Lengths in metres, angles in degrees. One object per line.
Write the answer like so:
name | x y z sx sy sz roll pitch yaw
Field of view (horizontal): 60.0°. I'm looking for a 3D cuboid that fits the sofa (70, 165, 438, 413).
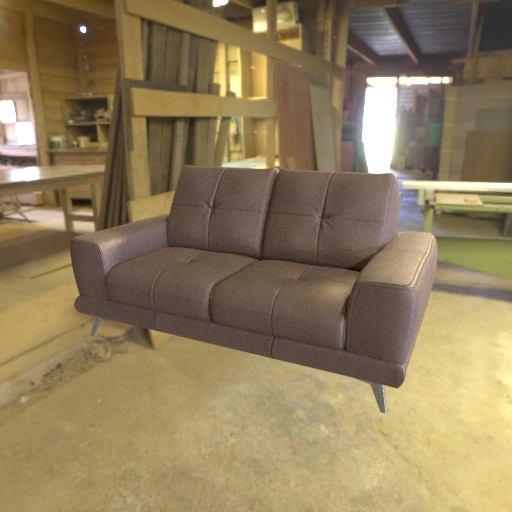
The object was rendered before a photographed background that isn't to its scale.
sofa | 0.000 0.000 2.433 1.806 0.907 1.018 8 17 25
